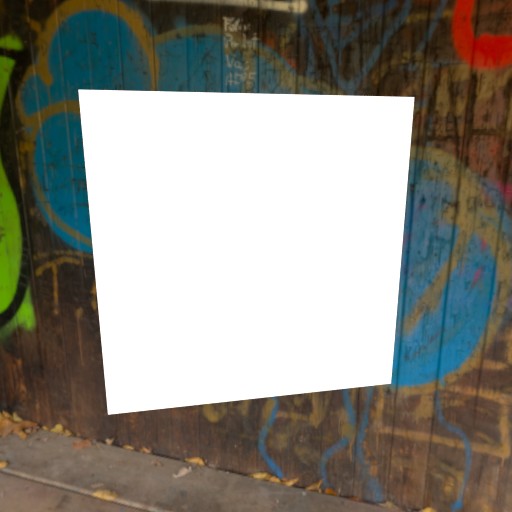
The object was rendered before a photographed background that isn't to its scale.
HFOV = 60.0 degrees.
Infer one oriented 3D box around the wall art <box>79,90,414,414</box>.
[{"bbox_3d":[0.000,0.000,0.517,0.355,0.355,0.027,-3,14,-11],"label":"wall art"}]
